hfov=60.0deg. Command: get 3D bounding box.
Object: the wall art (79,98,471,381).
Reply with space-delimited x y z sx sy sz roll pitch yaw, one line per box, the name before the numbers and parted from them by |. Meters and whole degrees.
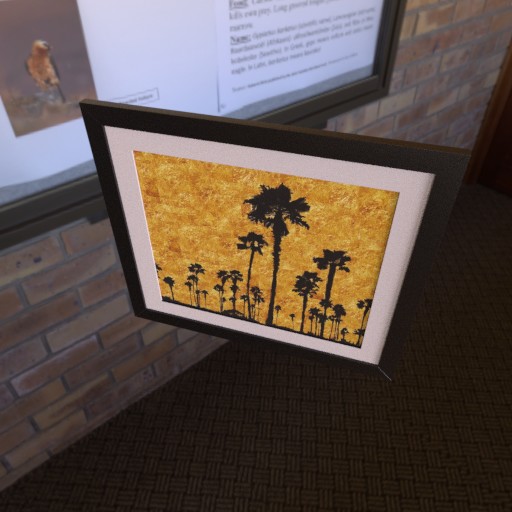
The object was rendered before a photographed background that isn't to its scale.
wall art | 0.000 0.000 0.529 0.383 0.332 0.012 11 42 13
